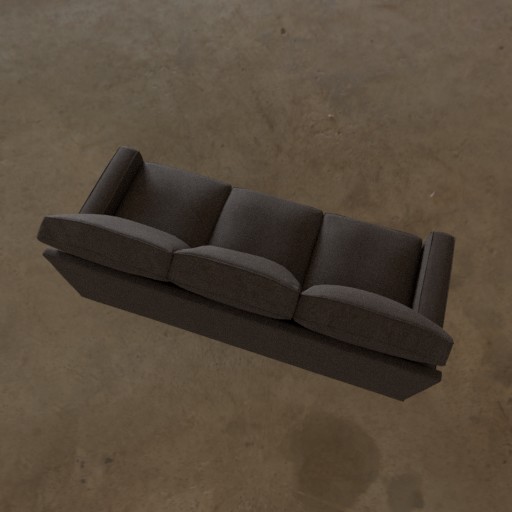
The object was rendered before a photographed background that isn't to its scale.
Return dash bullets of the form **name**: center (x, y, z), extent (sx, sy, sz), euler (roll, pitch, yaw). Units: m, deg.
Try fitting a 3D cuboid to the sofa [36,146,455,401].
- **sofa**: center (0.000, 0.000, 2.863), extent (2.369, 0.978, 1.004), euler (17, 65, 8)
